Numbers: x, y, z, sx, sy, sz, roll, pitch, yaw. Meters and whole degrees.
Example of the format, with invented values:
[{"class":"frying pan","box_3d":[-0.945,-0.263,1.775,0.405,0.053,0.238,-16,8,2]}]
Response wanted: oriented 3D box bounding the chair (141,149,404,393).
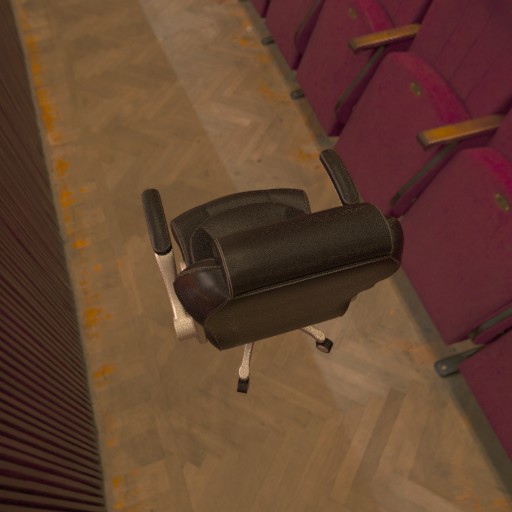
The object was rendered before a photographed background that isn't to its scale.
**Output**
[{"class":"chair","box_3d":[0.000,0.000,1.599,0.724,1.141,0.801,-14,59,-9]}]
